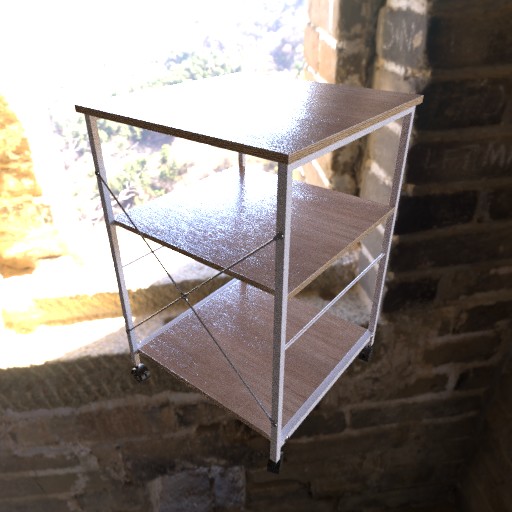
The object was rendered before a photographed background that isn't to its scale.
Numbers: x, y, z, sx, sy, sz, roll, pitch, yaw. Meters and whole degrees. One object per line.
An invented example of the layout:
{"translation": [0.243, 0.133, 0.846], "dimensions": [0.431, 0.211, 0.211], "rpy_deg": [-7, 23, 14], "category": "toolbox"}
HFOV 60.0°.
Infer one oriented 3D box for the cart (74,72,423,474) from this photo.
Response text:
{"translation": [0.000, 0.000, 1.122], "dimensions": [0.521, 0.762, 0.520], "rpy_deg": [22, 37, 32], "category": "cart"}
